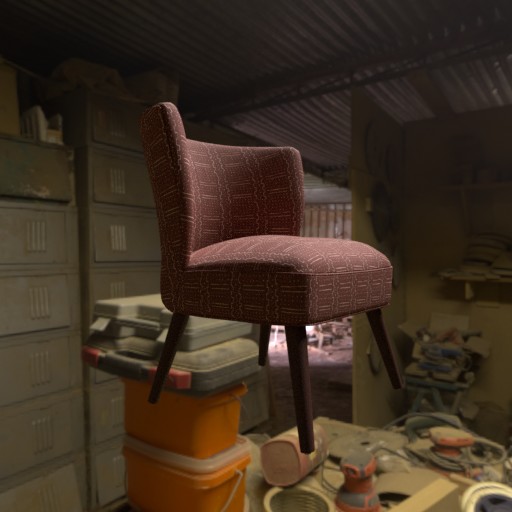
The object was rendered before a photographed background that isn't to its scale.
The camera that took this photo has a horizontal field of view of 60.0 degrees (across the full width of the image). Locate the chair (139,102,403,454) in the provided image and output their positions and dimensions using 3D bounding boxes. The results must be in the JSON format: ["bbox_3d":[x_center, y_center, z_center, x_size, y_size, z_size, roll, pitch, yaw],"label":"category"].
[{"bbox_3d":[0.000,0.000,1.426,0.758,0.866,0.706,0,0,37],"label":"chair"}]
